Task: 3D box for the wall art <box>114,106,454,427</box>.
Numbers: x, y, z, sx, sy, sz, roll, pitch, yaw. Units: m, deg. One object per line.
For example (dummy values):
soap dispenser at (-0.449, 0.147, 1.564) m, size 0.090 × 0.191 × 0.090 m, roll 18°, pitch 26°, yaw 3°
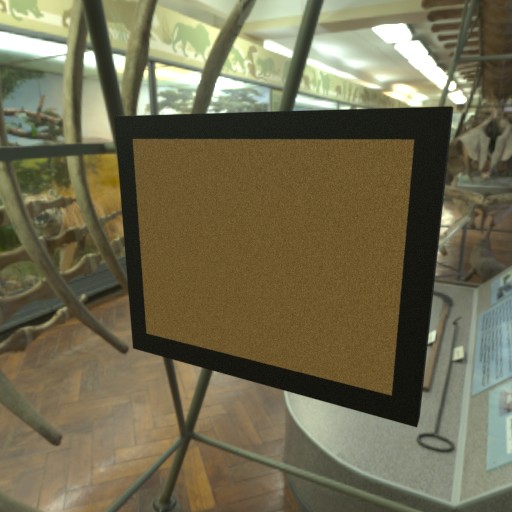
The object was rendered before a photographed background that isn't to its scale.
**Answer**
wall art at (0.000, 0.000, 0.744) m, size 0.561 × 0.460 × 0.028 m, roll 8°, pitch 17°, yaw 26°
